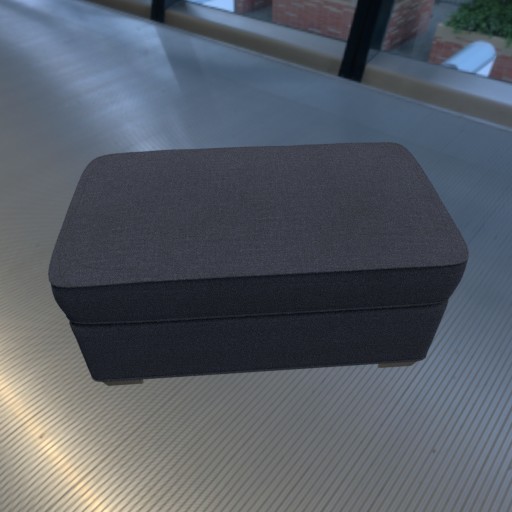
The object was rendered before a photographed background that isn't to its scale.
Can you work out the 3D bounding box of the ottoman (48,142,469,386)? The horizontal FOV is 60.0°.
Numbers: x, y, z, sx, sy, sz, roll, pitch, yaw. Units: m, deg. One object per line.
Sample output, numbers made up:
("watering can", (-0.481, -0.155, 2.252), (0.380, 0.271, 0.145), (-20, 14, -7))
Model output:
("ottoman", (0.000, 0.000, 1.193), (0.895, 0.453, 0.505), (-3, 44, -3))
